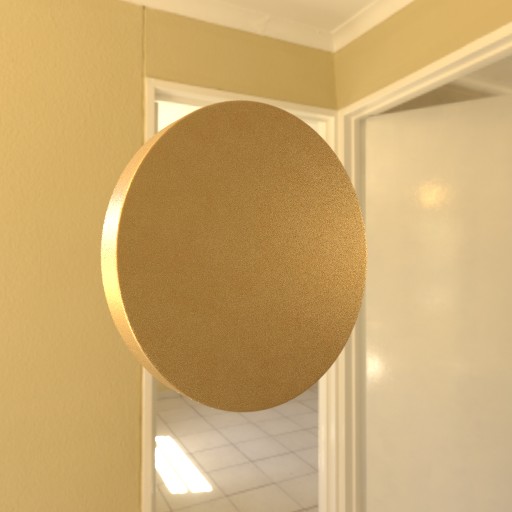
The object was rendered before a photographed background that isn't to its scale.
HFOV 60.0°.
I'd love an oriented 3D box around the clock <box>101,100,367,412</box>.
[{"bbox_3d":[0.000,0.000,0.469,0.314,0.314,0.040,1,-1,-37],"label":"clock"}]
